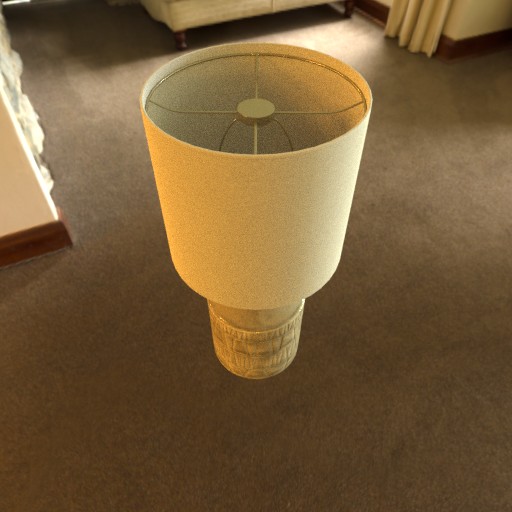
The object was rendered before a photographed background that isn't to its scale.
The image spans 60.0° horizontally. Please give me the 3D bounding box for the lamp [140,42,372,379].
[{"bbox_3d":[0.000,0.000,0.575,0.211,0.455,0.211,11,48,10],"label":"lamp"}]
